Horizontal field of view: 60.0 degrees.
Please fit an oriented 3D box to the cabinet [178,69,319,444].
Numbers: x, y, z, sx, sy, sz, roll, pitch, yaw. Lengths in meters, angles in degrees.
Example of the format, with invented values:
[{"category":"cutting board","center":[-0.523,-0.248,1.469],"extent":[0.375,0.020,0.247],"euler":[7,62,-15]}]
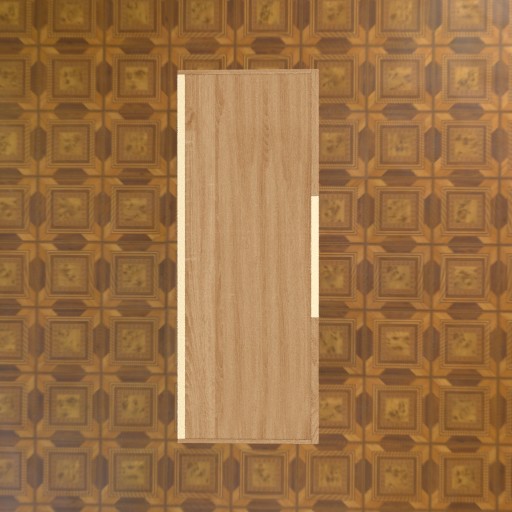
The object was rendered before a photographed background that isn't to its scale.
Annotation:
[{"category":"cabinet","center":[0.000,0.000,2.837],"extent":[0.590,2.120,1.500],"euler":[0,90,1]}]
